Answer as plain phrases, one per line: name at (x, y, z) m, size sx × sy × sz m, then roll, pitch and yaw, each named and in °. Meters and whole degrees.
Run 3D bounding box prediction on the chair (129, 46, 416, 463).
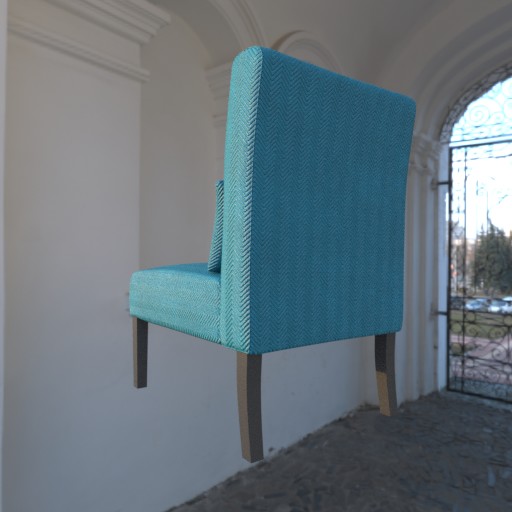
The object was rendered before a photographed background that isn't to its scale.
chair at (0.000, 0.000, 1.423) m, size 0.579 × 0.927 × 0.808 m, roll 0°, pitch 0°, yaw -36°
